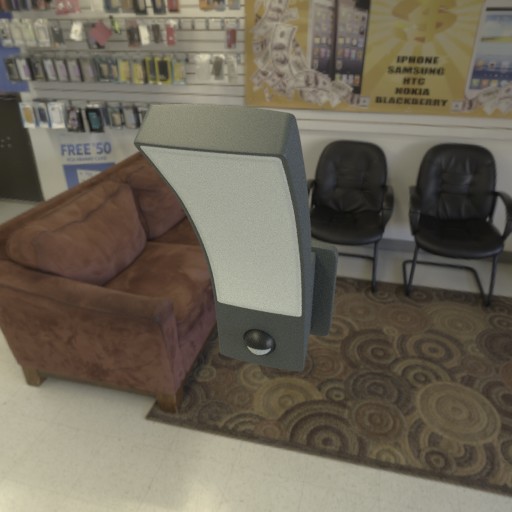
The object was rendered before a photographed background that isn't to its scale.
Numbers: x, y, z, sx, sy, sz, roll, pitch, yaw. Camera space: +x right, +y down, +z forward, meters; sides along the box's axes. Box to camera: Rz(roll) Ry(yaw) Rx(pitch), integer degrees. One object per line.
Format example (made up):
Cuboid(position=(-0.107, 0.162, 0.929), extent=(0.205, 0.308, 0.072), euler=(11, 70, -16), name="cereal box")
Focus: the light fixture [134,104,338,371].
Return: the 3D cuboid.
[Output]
Cuboid(position=(0.000, 0.000, 0.341), extent=(0.108, 0.243, 0.174), euler=(8, 29, 15), name="light fixture")
